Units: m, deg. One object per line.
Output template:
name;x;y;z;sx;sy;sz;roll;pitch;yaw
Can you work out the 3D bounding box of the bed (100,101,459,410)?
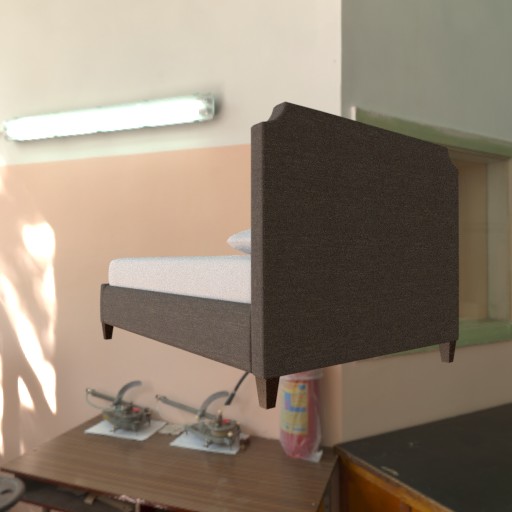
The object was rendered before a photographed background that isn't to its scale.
bed;0.000;0.000;3.481;1.713;1.457;2.381;0;-1;-37
